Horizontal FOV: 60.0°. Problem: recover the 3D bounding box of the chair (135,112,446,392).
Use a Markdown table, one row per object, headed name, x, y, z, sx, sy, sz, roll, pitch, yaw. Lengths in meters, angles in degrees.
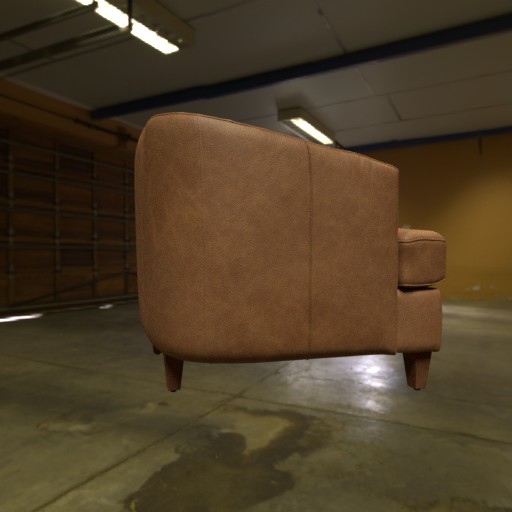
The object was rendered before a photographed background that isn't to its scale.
| name | x | y | z | sx | sy | sz | roll | pitch | yaw |
| --- | --- | --- | --- | --- | --- | --- | --- | --- | --- |
| chair | 0.000 | 0.000 | 1.733 | 0.911 | 0.836 | 1.119 | 0 | 0 | -18 |
